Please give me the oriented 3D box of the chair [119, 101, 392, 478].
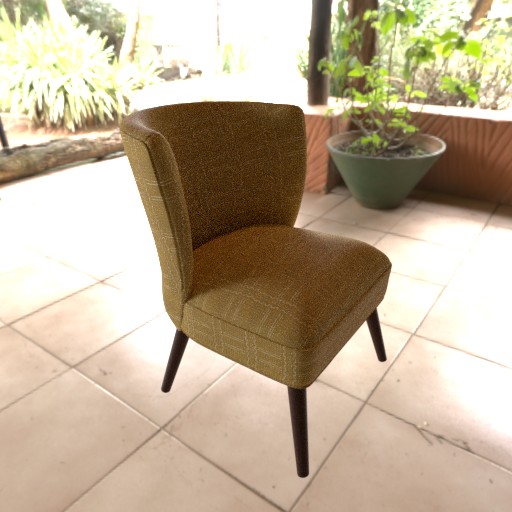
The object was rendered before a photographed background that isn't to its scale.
[{"bbox_3d":[0.000,0.000,1.404,0.758,0.866,0.706,17,31,31],"label":"chair"}]
